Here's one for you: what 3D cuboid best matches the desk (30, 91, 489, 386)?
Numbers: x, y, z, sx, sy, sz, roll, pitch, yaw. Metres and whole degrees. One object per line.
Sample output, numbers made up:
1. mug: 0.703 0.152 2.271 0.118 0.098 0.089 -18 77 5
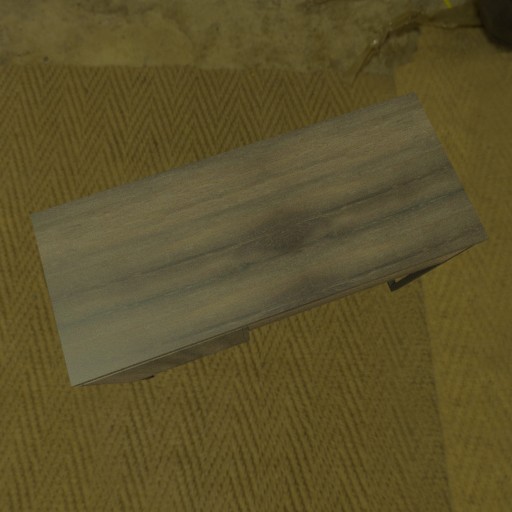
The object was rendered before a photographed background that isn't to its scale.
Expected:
1. desk: 0.000 0.000 1.552 1.134 0.752 0.511 -19 76 -5
